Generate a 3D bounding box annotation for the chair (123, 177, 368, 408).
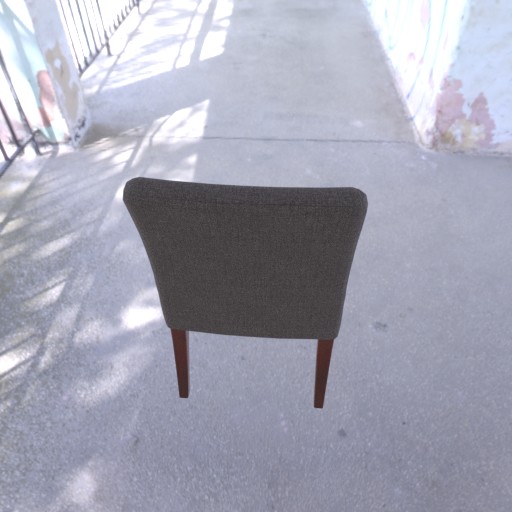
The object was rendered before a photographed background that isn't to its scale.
[{"bbox_3d":[0.000,0.000,1.338,0.508,0.952,0.655,3,46,3],"label":"chair"}]
